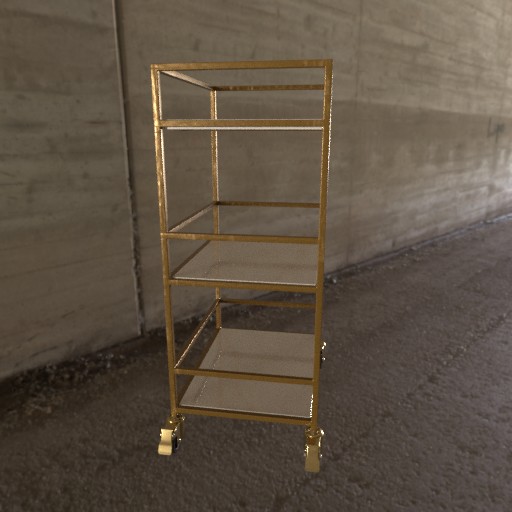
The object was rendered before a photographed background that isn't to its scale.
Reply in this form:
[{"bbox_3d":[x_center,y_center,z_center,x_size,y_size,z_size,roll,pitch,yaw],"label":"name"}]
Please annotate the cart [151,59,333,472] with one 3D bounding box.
[{"bbox_3d":[0.000,0.000,0.998,0.332,0.761,0.483,2,16,9],"label":"cart"}]
